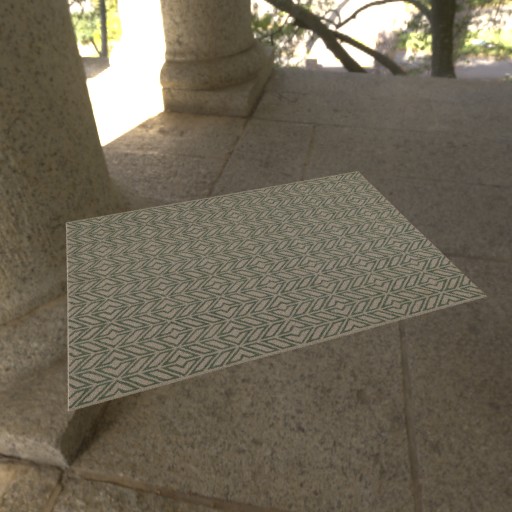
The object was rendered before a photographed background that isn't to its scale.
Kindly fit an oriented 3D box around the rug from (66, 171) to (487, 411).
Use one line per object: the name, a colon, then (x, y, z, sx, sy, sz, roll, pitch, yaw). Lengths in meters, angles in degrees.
rug: (0.000, 0.000, 2.255, 1.828, 0.007, 1.220, -12, 41, -14)
